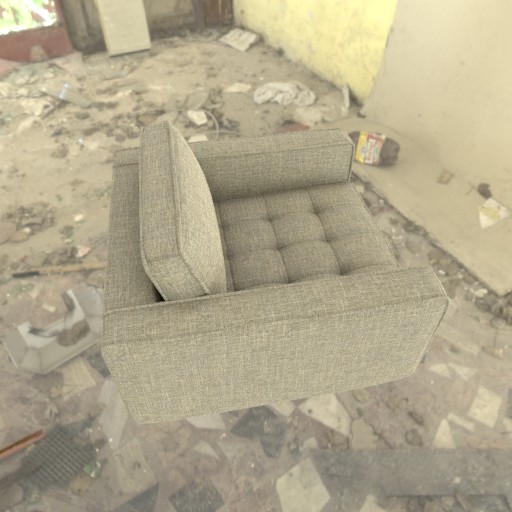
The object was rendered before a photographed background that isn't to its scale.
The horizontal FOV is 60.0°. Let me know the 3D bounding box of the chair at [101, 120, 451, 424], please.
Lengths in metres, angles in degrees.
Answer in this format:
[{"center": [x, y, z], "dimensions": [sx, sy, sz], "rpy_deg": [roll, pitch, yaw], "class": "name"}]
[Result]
[{"center": [0.000, 0.000, 1.528], "dimensions": [0.914, 0.765, 0.889], "rpy_deg": [-8, 46, -7], "class": "chair"}]
